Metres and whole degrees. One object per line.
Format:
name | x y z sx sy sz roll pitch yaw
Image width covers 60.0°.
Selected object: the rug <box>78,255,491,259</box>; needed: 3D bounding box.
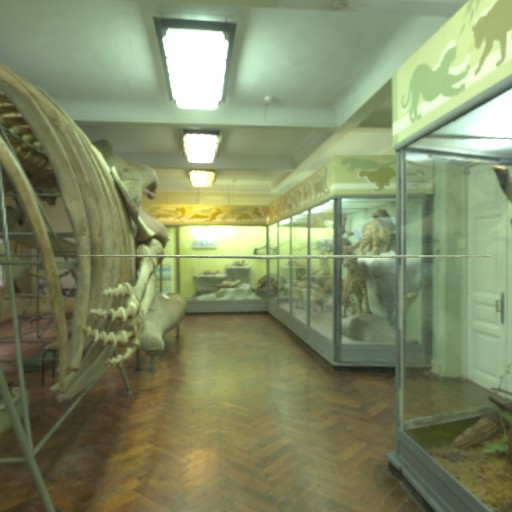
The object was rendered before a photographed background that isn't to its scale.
rug | 0.000 0.000 4.335 2.438 0.013 3.353 0 0 -37
